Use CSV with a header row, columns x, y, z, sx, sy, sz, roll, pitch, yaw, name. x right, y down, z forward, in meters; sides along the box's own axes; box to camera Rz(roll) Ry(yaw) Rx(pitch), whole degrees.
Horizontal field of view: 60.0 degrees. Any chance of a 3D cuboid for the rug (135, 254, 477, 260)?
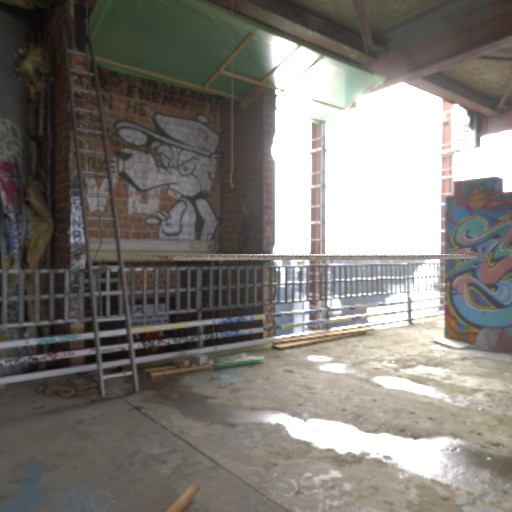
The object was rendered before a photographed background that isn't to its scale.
x,y,z,sx,sy,sz,roll,pitch,yaw,name
0.000,0.000,3.138,1.539,0.024,2.469,0,0,-18,rug
